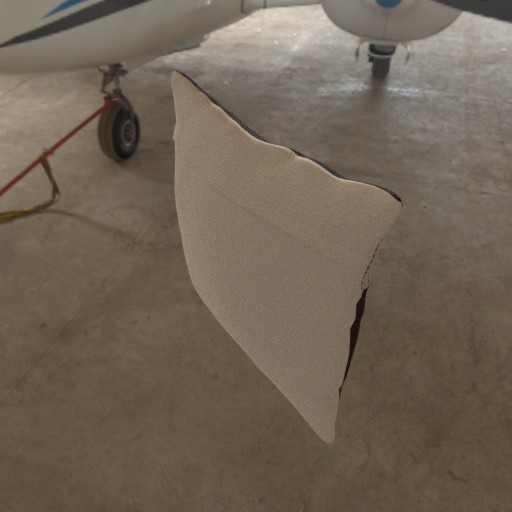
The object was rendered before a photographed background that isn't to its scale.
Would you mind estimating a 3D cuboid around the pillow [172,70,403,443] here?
[{"bbox_3d":[0.000,0.000,0.721,0.178,0.473,0.475,-25,47,-25],"label":"pillow"}]
